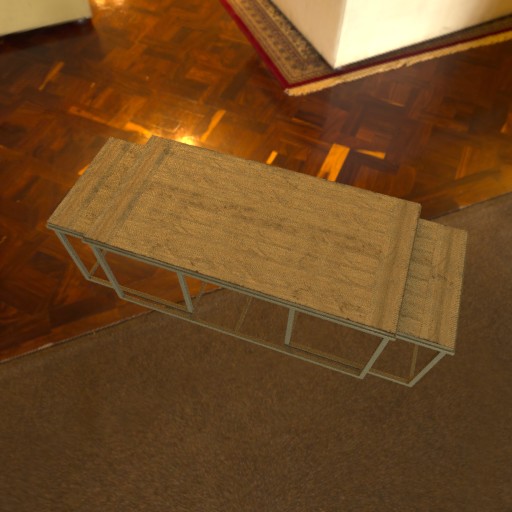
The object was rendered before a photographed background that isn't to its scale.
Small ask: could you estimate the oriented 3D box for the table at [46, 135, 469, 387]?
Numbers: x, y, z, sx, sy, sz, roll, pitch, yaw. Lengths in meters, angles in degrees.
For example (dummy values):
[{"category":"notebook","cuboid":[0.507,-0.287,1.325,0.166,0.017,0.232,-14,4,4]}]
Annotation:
[{"category":"table","cuboid":[0.000,0.000,1.583,1.312,0.427,0.489,17,59,10]}]
